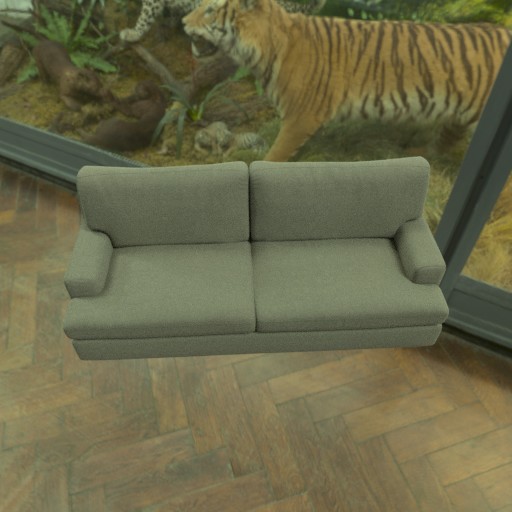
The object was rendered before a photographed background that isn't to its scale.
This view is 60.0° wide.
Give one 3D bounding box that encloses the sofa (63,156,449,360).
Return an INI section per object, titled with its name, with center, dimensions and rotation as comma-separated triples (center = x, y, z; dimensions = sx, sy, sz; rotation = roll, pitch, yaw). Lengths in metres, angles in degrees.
[sofa]
center = 0.000, 0.000, 2.886
dimensions = 2.354, 0.980, 0.962
rotation = -2, 46, -2
